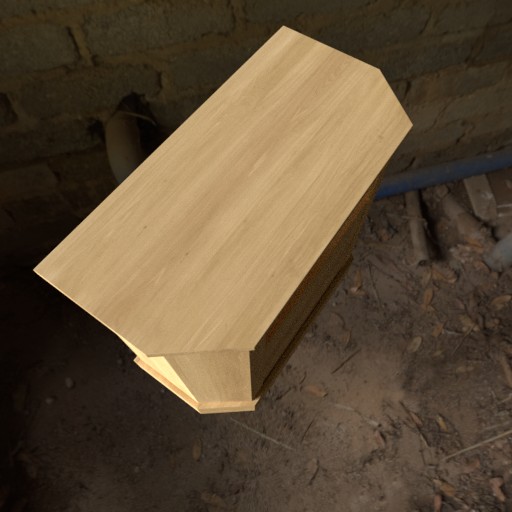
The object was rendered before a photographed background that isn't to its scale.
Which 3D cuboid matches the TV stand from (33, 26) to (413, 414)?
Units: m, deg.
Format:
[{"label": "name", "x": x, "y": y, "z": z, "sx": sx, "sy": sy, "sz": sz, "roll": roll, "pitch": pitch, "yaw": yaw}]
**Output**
[{"label": "TV stand", "x": 0.000, "y": 0.000, "z": 1.283, "sx": 0.425, "sy": 0.781, "sz": 0.851, "roll": 32, "pitch": 68, "yaw": 15}]
